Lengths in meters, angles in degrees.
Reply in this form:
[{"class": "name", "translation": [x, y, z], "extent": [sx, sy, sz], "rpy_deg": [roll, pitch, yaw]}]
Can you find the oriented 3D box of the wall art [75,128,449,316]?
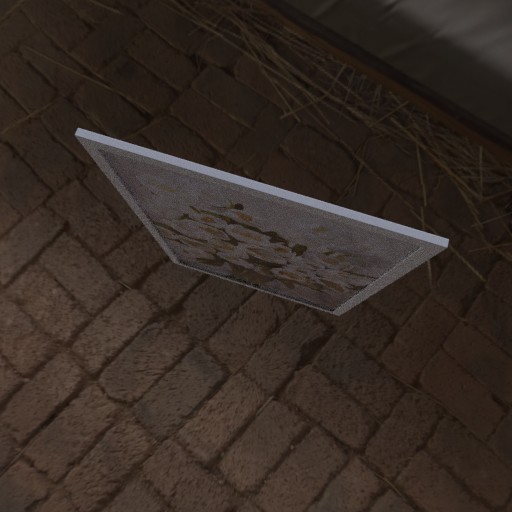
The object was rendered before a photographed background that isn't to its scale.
[{"class": "wall art", "translation": [0.000, 0.000, 1.217], "extent": [0.660, 0.965, 0.015], "rpy_deg": [17, 76, 4]}]
